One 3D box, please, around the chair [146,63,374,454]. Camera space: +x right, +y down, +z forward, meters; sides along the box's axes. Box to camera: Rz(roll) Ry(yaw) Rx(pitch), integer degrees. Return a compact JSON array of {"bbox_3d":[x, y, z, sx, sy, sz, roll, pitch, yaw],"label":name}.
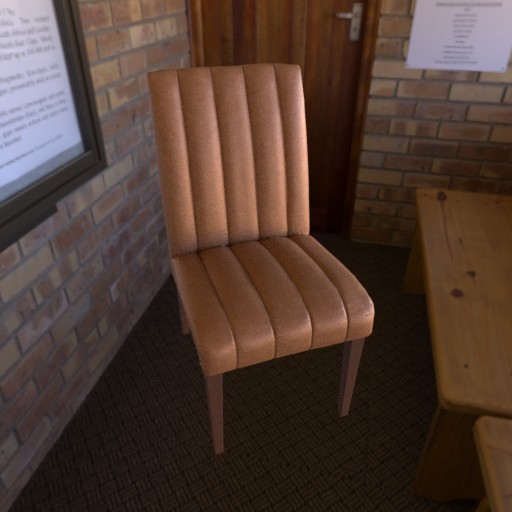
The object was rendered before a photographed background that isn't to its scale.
[{"bbox_3d":[0.000,0.000,1.380,0.511,1.016,0.647,-10,34,-16],"label":"chair"}]
